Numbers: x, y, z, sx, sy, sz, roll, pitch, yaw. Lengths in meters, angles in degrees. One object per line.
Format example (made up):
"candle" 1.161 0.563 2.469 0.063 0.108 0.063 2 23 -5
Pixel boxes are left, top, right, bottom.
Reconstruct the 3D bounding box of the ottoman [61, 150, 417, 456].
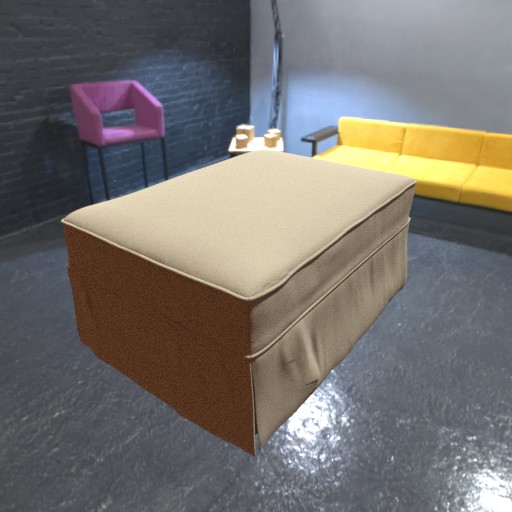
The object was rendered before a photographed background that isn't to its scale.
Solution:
"ottoman" 0.000 0.000 1.390 0.721 0.482 0.959 20 34 32
